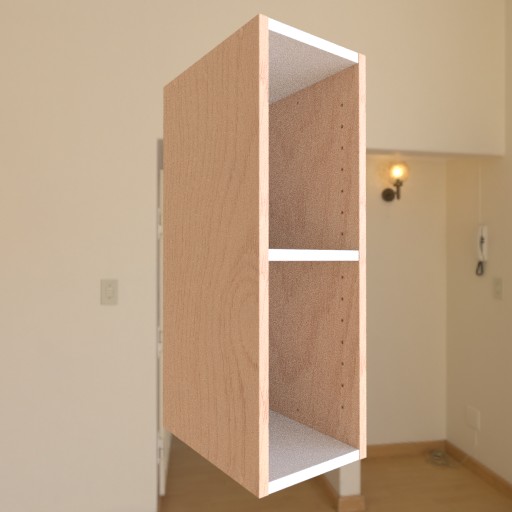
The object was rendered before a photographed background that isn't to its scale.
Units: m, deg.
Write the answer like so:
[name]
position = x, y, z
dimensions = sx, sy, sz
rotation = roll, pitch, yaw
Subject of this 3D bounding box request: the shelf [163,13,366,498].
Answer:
[shelf]
position = 0.000, 0.000, 0.723
dimensions = 0.200, 0.600, 0.290
rotation = 0, -1, -35
